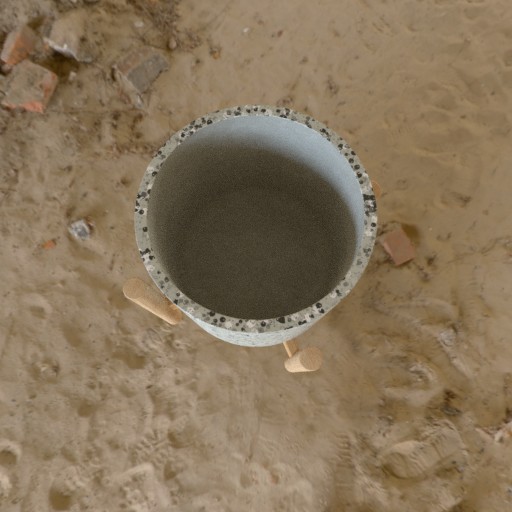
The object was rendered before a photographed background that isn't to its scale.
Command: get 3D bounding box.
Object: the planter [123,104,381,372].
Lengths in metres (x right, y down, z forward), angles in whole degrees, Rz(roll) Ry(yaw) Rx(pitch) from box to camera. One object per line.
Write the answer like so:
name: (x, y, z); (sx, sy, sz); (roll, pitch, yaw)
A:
planter: (0.000, 0.000, 0.560); (0.284, 0.320, 0.284); (-1, 75, 0)
